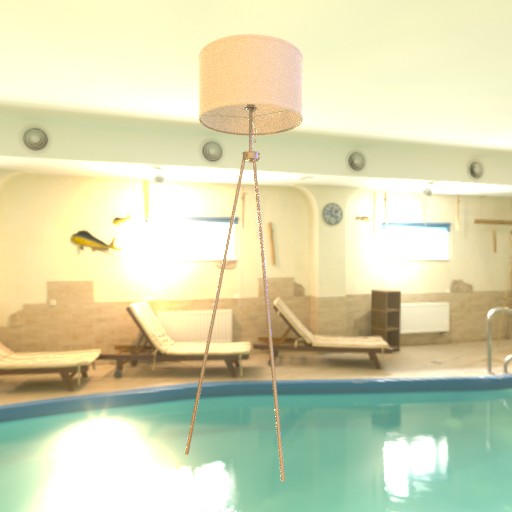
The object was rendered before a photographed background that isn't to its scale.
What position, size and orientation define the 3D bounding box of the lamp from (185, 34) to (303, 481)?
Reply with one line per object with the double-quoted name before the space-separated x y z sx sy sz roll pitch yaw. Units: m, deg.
"lamp" 0.000 0.000 1.728 0.448 1.545 0.458 0 0 -36
